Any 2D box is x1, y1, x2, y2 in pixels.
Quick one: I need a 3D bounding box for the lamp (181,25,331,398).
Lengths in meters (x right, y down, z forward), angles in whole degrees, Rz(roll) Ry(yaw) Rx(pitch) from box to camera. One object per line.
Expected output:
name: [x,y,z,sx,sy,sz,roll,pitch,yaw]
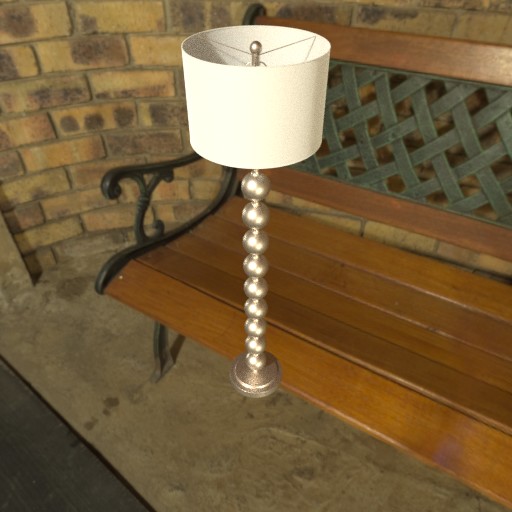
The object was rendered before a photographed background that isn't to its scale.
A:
lamp: [0.000,0.000,1.637,0.394,1.474,0.394,0,40,0]
